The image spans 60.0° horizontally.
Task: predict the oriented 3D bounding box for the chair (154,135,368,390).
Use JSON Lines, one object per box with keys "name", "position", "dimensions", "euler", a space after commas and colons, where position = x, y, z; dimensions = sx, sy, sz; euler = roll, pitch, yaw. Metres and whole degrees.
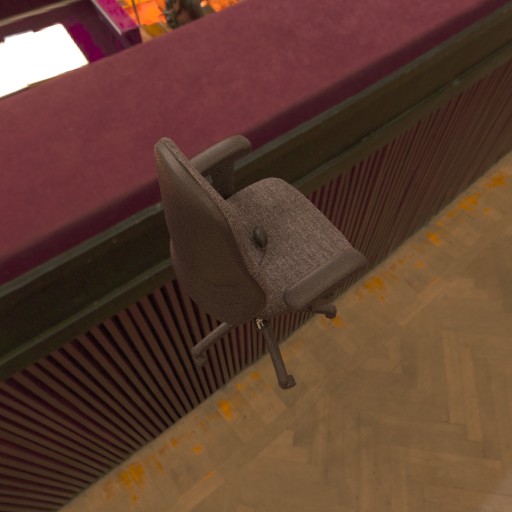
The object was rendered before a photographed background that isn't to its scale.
{"name": "chair", "position": [0.000, 0.000, 1.241], "dimensions": [0.530, 0.910, 0.550], "euler": [-32, 63, -18]}
